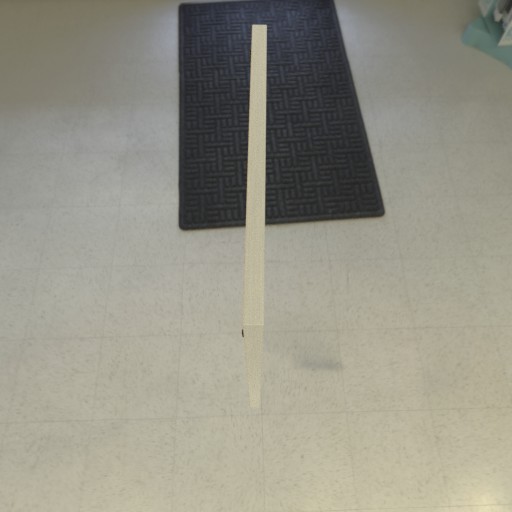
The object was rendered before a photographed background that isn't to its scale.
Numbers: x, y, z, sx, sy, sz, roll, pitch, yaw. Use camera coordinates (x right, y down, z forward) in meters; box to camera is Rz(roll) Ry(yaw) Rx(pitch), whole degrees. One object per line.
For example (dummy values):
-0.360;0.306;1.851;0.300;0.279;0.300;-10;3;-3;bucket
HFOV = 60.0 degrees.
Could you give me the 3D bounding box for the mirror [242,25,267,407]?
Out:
0.000;0.000;1.372;0.040;1.016;0.762;1;64;0;mirror
